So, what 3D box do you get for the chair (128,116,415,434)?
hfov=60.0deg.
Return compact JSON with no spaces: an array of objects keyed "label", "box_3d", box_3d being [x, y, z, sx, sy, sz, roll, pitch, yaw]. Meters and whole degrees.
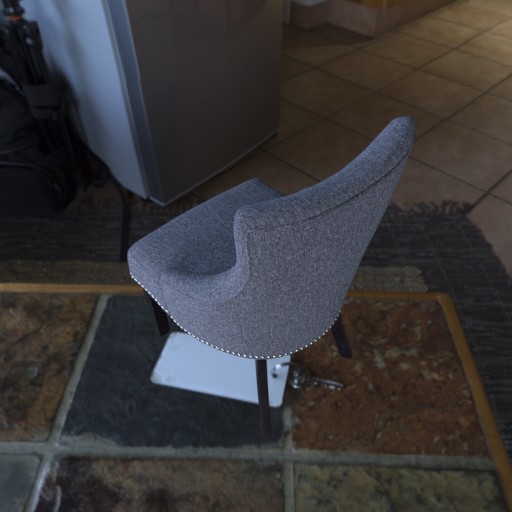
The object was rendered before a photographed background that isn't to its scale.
[{"label":"chair","box_3d":[0.000,0.000,1.301,0.566,0.909,0.629,-33,55,-27]}]
